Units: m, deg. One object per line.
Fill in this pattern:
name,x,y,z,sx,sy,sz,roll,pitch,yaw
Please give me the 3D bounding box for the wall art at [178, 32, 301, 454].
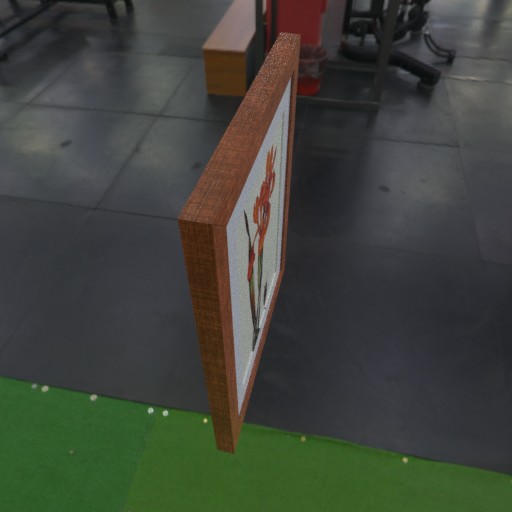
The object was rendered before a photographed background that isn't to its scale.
wall art,0.000,0.000,0.765,0.033,0.567,0.467,10,47,9
